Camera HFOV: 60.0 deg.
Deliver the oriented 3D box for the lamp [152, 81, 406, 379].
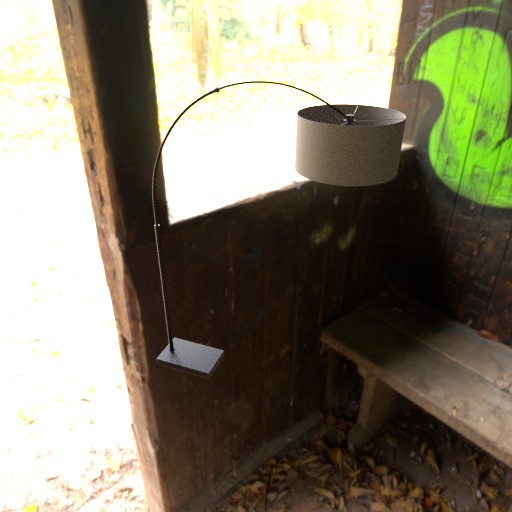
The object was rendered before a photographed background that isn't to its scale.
[{"bbox_3d":[0.000,0.000,2.595,1.424,1.927,0.493,11,31,18],"label":"lamp"}]
